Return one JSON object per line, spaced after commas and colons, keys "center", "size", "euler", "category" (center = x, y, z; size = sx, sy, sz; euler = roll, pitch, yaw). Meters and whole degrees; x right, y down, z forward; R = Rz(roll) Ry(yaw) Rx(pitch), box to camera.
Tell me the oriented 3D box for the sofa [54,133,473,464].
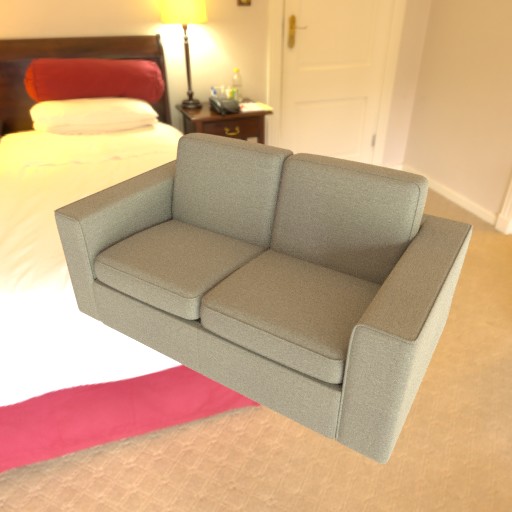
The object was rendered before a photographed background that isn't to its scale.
{"center": [0.000, 0.000, 2.262], "size": [1.812, 0.924, 1.007], "euler": [18, 36, 27], "category": "sofa"}
